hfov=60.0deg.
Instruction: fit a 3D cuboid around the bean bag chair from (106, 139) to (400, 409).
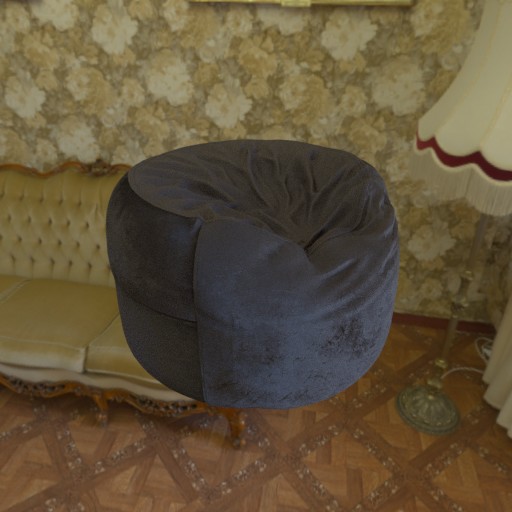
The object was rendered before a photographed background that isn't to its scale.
[{"bbox_3d":[0.000,0.000,1.466,0.918,0.605,0.918,0,29,0],"label":"bean bag chair"}]
